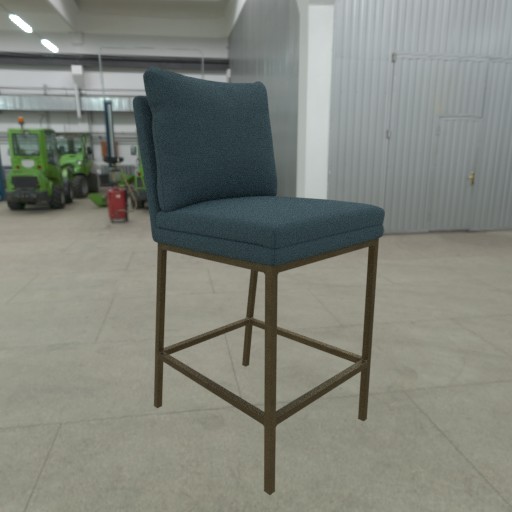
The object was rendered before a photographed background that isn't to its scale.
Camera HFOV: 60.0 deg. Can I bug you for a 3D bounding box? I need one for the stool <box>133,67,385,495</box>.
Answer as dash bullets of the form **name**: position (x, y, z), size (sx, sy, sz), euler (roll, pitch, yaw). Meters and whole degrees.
- **stool**: position (0.000, 0.000, 1.295), size (0.568, 1.032, 0.463), euler (13, 19, 43)
